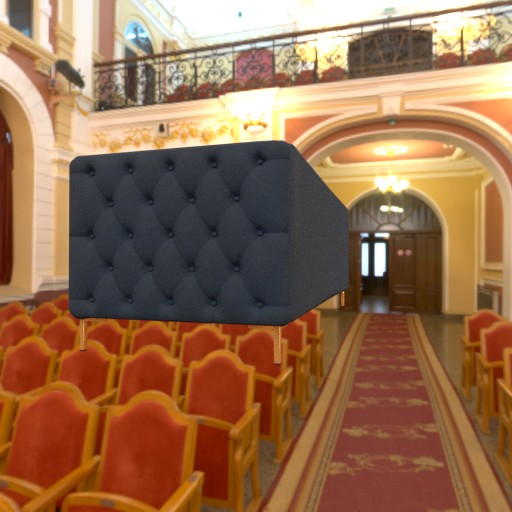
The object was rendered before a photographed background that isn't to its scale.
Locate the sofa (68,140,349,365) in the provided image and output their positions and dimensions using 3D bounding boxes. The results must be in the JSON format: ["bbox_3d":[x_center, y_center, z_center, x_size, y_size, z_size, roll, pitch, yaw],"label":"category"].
[{"bbox_3d":[0.000,0.000,2.618,0.895,0.771,2.209,0,-1,17],"label":"sofa"}]
